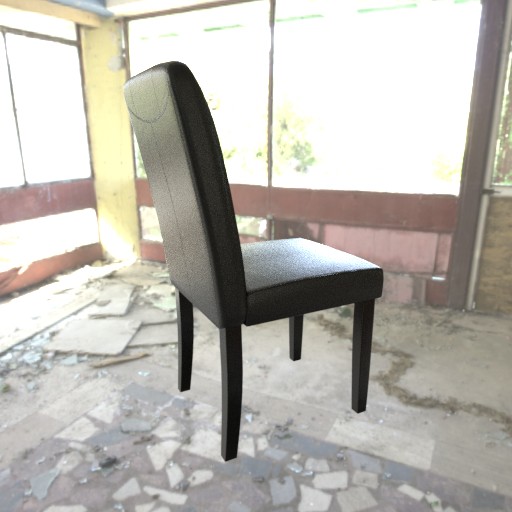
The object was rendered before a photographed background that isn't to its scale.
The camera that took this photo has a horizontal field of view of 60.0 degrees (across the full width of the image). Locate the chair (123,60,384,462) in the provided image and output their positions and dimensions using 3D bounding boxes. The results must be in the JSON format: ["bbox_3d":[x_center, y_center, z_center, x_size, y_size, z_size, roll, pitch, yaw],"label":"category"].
[{"bbox_3d":[0.000,0.000,1.182,0.556,0.897,0.399,-8,17,-27],"label":"chair"}]
